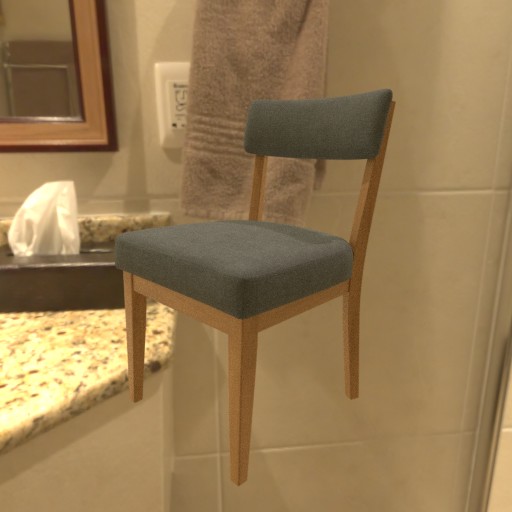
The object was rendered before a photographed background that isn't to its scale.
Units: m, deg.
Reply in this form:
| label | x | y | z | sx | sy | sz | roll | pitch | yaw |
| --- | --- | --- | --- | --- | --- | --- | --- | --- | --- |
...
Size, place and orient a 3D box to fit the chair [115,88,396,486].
| label | x | y | z | sx | sy | sz | roll | pitch | yaw |
| --- | --- | --- | --- | --- | --- | --- | --- | --- | --- |
| chair | 0.000 | 0.000 | 1.172 | 0.572 | 0.832 | 0.508 | -14 | 20 | -43 |
